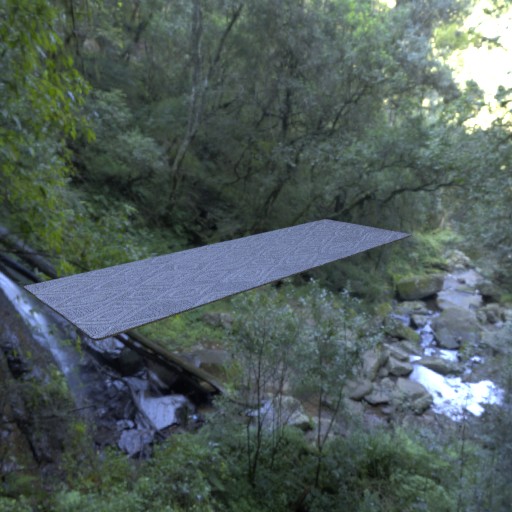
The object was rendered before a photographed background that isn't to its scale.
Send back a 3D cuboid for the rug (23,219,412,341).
[{"bbox_3d":[0.000,0.000,2.718,2.436,0.013,0.807,-15,22,-42],"label":"rug"}]
